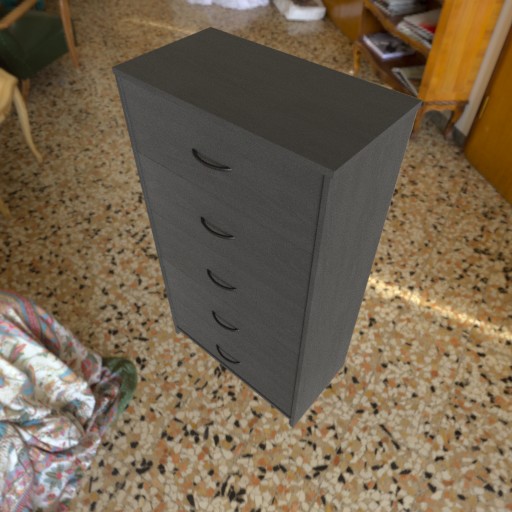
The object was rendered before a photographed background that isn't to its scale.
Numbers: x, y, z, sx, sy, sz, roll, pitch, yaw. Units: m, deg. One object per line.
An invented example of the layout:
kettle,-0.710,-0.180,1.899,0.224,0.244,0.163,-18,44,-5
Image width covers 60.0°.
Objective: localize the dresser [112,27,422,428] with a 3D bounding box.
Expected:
dresser,0.000,0.000,1.562,0.704,1.255,0.399,32,55,26
